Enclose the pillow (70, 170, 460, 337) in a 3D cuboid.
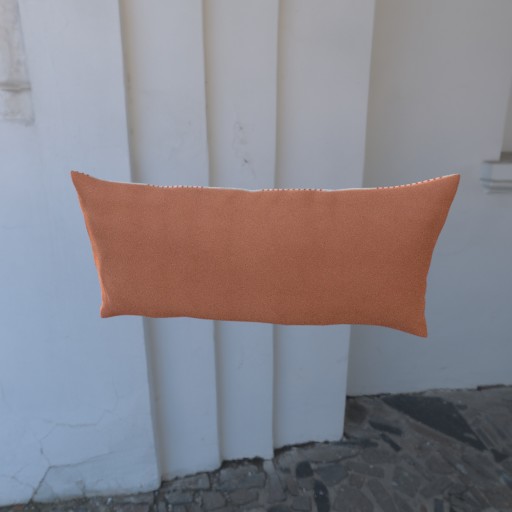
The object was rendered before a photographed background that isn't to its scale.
[{"bbox_3d":[0.000,0.000,0.754,0.608,0.292,0.156,2,17,7],"label":"pillow"}]
